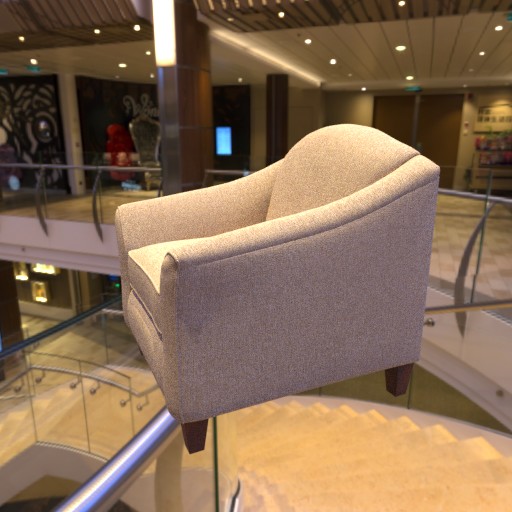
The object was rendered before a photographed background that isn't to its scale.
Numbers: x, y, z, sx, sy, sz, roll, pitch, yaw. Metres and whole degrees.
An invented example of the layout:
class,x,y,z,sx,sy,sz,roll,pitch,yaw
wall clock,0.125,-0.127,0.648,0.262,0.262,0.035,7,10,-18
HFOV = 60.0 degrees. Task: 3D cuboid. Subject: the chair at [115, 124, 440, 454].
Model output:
class,x,y,z,sx,sy,sz,roll,pitch,yaw
chair,0.000,0.000,1.457,0.787,0.839,0.763,-7,17,-25
